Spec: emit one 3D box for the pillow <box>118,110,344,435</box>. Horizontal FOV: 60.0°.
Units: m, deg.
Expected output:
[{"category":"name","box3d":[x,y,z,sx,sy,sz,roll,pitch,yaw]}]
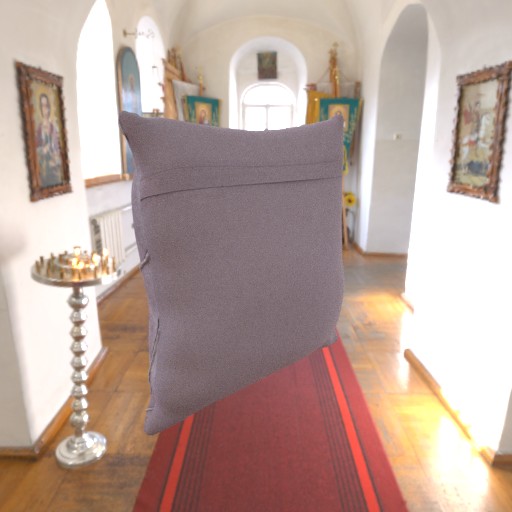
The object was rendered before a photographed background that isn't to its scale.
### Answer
[{"category":"pillow","box3d":[0.000,0.000,0.704,0.439,0.440,0.185,-15,21,-42]}]
